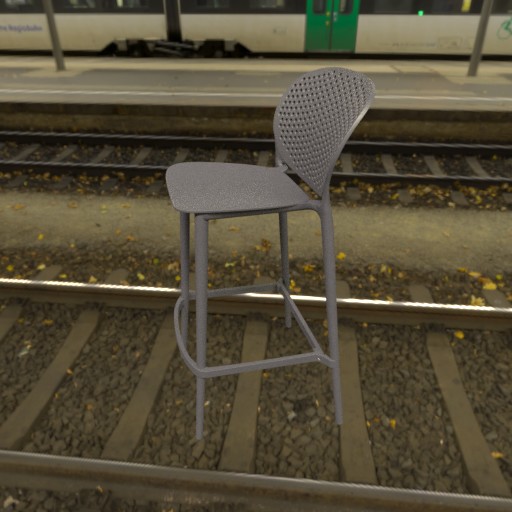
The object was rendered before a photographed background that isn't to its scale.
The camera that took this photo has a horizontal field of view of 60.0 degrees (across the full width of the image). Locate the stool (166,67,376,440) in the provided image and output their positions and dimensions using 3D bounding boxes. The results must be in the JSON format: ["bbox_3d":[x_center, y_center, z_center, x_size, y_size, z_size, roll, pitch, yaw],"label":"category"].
[{"bbox_3d":[0.000,0.000,1.362,0.535,1.045,0.536,-8,31,-13],"label":"stool"}]
